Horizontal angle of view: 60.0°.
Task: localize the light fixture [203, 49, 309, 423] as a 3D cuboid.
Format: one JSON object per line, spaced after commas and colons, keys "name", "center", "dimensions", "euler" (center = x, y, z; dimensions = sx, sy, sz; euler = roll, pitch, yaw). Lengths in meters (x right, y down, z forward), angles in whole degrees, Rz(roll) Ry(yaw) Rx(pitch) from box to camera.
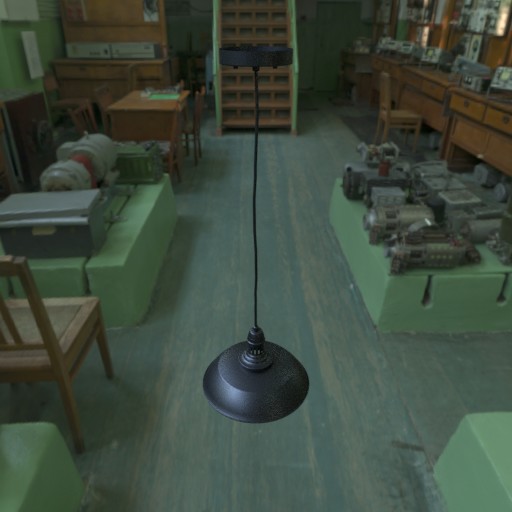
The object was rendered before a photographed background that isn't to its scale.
{"name": "light fixture", "center": [0.000, 0.000, 1.170], "dimensions": [0.331, 0.993, 0.331], "euler": [-1, 29, -3]}
